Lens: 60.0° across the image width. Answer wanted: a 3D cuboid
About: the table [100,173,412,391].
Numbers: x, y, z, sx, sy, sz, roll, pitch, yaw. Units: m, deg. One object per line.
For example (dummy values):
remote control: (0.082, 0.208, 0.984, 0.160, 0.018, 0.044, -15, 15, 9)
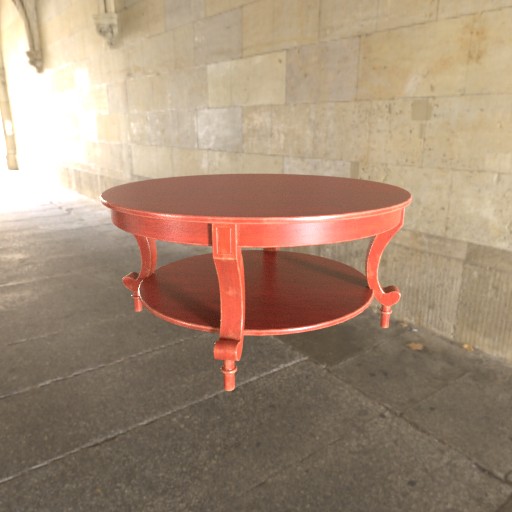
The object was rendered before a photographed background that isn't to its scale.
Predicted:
table: (0.000, 0.000, 1.601, 1.029, 0.486, 1.029, 0, 16, 0)
